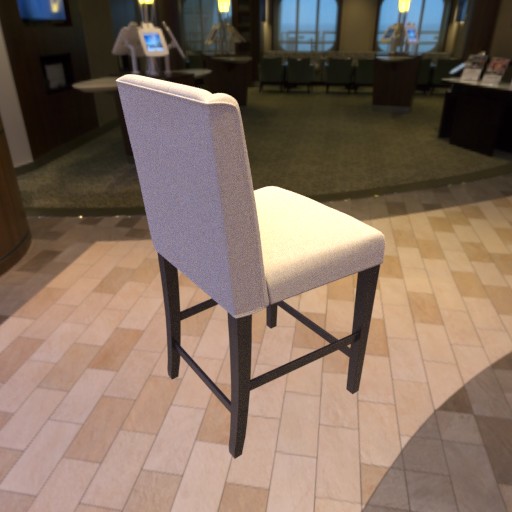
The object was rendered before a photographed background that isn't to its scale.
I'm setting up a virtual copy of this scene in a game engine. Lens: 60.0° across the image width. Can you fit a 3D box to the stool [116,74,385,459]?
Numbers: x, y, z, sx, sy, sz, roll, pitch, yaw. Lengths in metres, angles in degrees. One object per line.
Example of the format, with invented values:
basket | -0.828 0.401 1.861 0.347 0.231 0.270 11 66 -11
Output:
stool | 0.000 0.000 1.229 0.509 0.939 0.474 -19 33 -32
